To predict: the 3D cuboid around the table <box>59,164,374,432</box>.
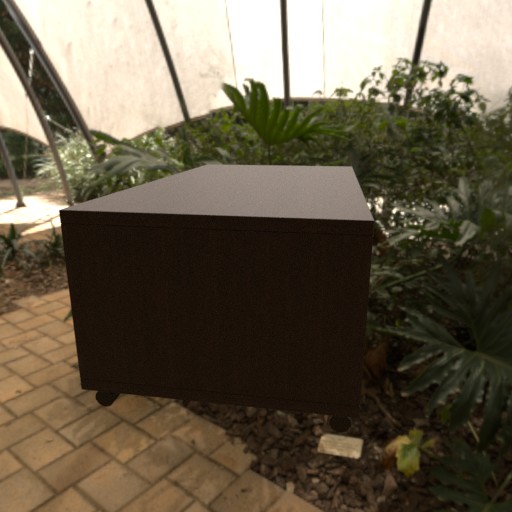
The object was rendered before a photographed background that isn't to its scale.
[{"bbox_3d":[0.000,0.000,1.364,0.590,0.460,1.050,3,17,9],"label":"table"}]
